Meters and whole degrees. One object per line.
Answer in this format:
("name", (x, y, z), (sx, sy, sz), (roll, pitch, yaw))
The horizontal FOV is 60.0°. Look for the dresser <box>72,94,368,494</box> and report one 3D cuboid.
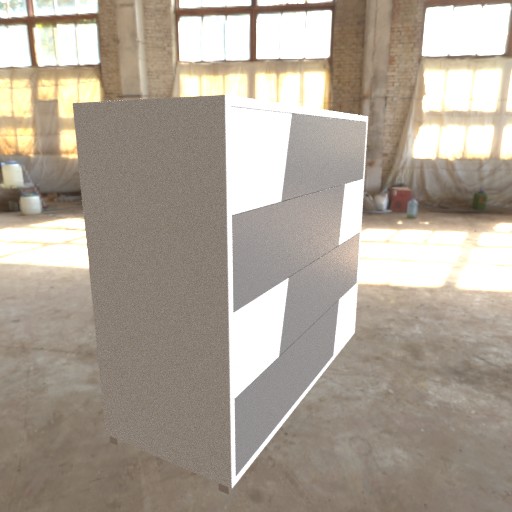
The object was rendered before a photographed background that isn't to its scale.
("dresser", (0.000, 0.000, 1.610), (0.460, 1.000, 1.100), (8, 17, 28))
